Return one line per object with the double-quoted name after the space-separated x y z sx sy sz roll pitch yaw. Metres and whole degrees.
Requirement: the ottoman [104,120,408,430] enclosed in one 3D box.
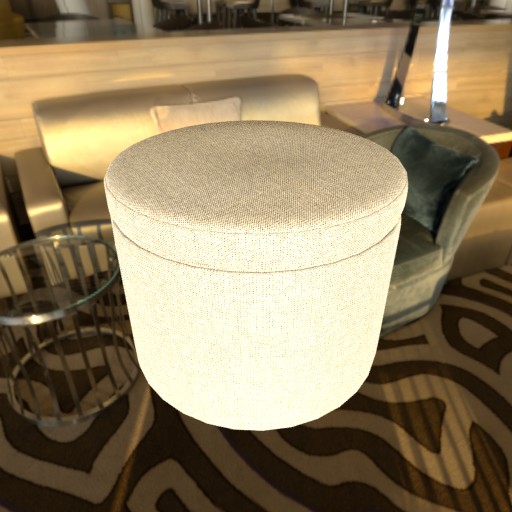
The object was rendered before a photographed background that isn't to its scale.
0.000 0.000 0.851 0.500 0.419 0.500 0 32 0 "ottoman"
